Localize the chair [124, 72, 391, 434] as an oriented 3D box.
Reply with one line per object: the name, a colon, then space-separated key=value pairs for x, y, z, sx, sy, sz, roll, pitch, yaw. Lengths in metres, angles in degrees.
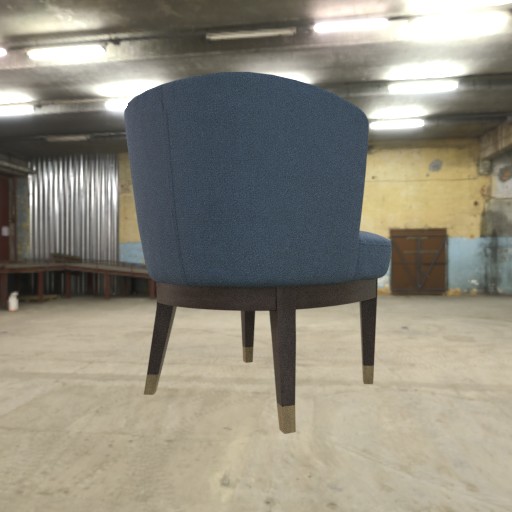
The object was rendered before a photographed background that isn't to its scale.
chair: x=0.000 y=0.000 z=1.247 sx=0.661 sy=0.760 sz=0.702 roll=0 pitch=0 yaw=36
